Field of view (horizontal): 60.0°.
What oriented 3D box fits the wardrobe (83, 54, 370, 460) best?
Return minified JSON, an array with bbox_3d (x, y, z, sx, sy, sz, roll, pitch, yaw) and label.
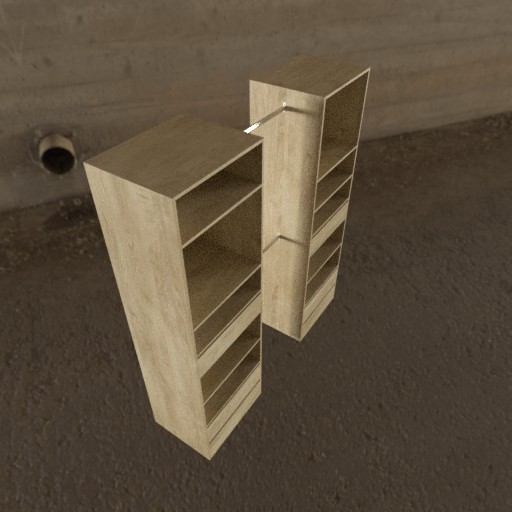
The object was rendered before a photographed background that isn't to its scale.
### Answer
[{"bbox_3d":[0.000,0.000,2.887,0.480,2.000,1.770,24,46,25],"label":"wardrobe"}]
